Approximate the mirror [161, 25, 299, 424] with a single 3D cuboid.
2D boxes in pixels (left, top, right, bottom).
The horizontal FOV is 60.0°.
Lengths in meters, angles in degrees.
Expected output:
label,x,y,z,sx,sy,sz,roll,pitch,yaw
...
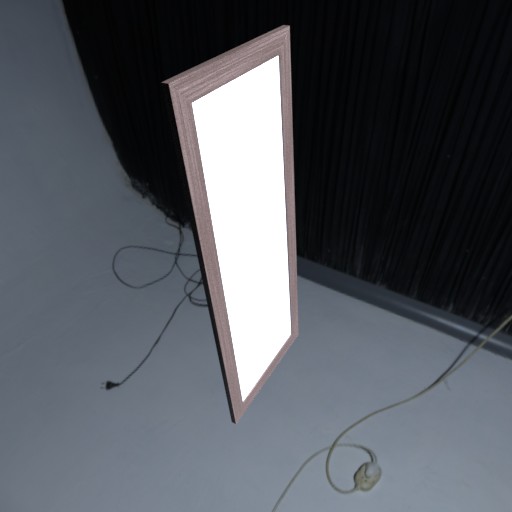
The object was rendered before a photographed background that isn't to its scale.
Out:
label,x,y,z,sx,sy,sz,roll,pitch,yaw
mirror,0.000,0.000,2.327,0.221,2.020,0.812,22,46,23
